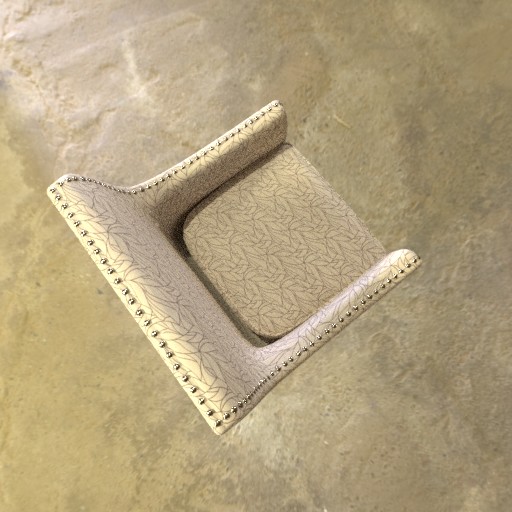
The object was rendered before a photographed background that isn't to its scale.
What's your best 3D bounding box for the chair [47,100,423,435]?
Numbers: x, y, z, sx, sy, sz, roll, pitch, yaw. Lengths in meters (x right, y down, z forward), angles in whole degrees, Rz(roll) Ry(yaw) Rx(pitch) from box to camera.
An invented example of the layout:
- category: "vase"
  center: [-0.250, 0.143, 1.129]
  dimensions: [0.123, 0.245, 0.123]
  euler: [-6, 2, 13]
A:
- category: "chair"
  center: [0.000, 0.000, 1.278]
  dimensions: [0.651, 0.816, 0.623]
  euler: [-37, 78, -9]
